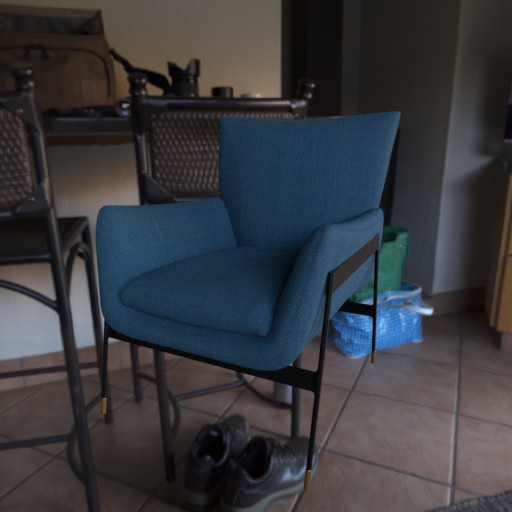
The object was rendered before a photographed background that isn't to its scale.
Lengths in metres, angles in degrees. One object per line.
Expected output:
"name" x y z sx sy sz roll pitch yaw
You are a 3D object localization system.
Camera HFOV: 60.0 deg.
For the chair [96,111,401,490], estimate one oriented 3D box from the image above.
"chair" 0.000 0.000 1.351 0.678 0.859 0.769 8 17 26
